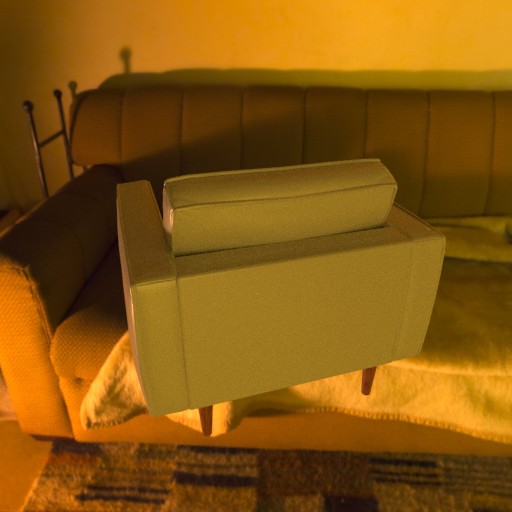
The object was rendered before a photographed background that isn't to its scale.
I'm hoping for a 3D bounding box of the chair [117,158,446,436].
[{"bbox_3d":[0.000,0.000,1.578,0.928,0.773,0.843,-8,29,-16],"label":"chair"}]
